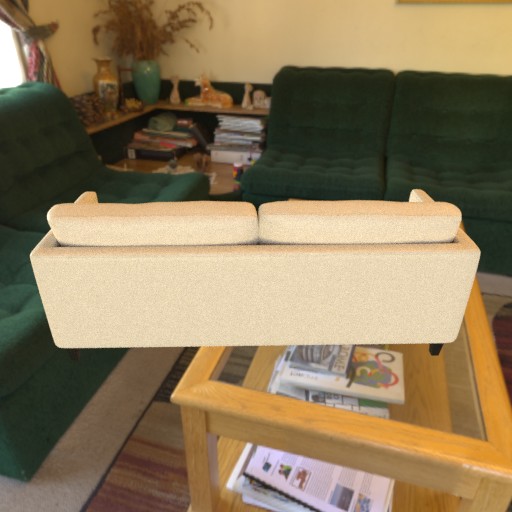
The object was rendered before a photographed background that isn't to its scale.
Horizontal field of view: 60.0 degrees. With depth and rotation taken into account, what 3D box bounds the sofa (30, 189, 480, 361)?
[{"bbox_3d":[0.000,0.000,2.880,2.434,0.965,0.948,-1,29,-1],"label":"sofa"}]
